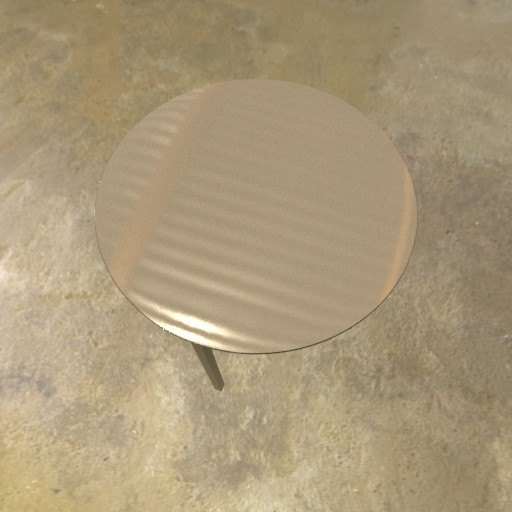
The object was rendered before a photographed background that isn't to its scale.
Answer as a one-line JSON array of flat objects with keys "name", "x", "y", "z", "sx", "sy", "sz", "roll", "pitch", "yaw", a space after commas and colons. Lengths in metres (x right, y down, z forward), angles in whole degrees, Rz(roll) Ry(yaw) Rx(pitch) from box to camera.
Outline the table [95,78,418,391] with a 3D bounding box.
[{"name": "table", "x": 0.000, "y": 0.000, "z": 0.891, "sx": 0.499, "sy": 0.443, "sz": 0.499, "roll": 0, "pitch": 64, "yaw": 0}]
